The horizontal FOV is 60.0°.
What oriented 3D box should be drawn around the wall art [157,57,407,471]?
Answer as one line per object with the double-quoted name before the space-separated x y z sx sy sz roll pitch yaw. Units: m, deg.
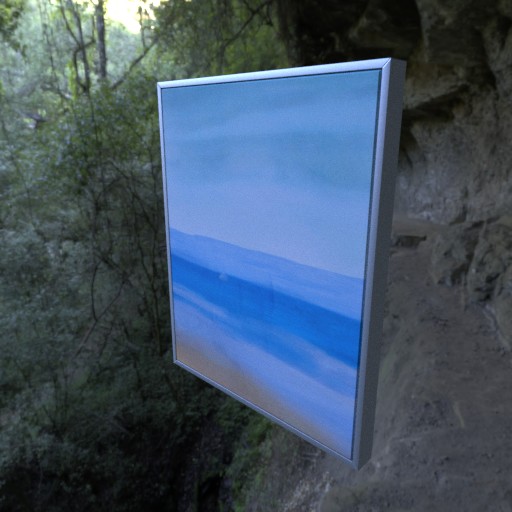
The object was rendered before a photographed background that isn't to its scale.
"wall art" 0.000 0.000 0.724 0.445 0.553 0.039 15 22 41
